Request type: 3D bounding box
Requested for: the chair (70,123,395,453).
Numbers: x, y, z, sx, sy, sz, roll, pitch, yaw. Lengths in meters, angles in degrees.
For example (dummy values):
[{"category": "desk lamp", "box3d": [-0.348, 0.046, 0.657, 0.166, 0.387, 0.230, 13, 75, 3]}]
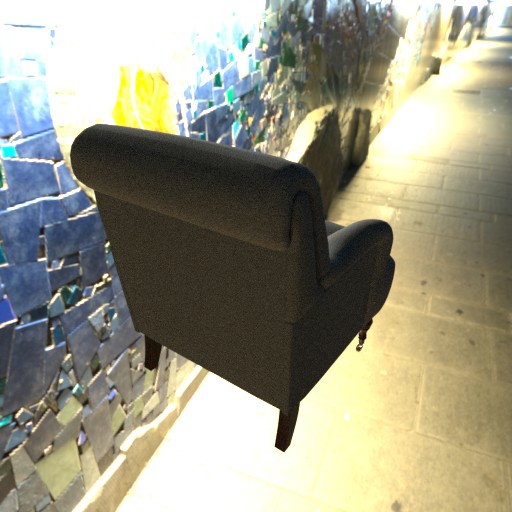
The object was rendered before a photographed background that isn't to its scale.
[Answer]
[{"category": "chair", "box3d": [0.000, 0.000, 1.542, 0.766, 0.942, 0.843, 19, 34, 31]}]
